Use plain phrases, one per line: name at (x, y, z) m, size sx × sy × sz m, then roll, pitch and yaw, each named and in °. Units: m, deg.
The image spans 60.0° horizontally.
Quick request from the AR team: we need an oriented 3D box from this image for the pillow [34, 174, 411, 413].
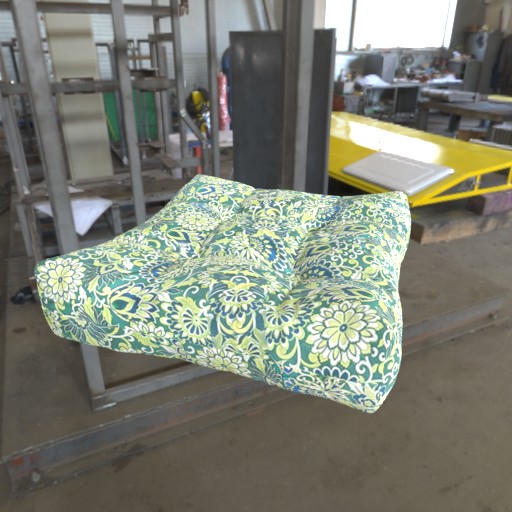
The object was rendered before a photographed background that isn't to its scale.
pillow at (0.000, 0.000, 0.719) m, size 0.468 × 0.128 × 0.490 m, roll 8°, pitch 27°, yaw 17°
